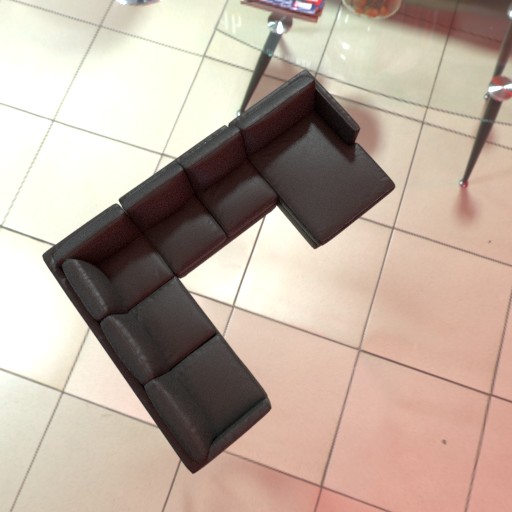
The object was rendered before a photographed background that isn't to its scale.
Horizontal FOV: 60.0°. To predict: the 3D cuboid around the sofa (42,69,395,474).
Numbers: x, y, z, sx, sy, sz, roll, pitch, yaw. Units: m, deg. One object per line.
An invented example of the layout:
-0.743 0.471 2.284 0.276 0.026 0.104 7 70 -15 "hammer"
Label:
0.000 0.000 4.654 3.460 0.923 2.593 -37 79 -8 "sofa"
